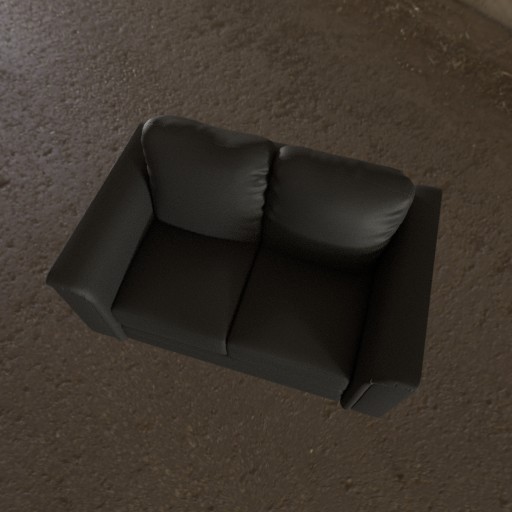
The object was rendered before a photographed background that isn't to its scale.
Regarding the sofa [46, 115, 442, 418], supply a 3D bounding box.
[{"bbox_3d":[0.000,0.000,1.921,1.386,0.845,0.887,15,61,8],"label":"sofa"}]
